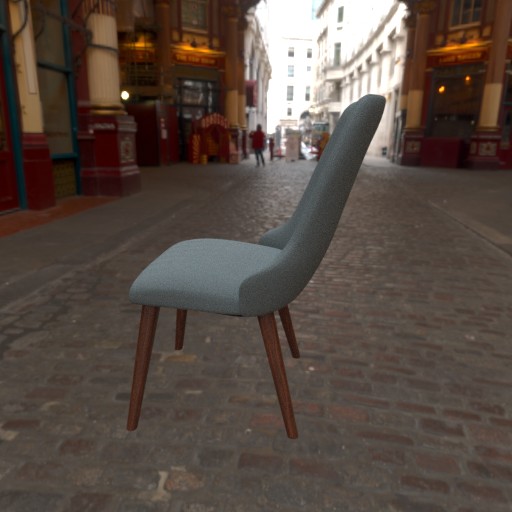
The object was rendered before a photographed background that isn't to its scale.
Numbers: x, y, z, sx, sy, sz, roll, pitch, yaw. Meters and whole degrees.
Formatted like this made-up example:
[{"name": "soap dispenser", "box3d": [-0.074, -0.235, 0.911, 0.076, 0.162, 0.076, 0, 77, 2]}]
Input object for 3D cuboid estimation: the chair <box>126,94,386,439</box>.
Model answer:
[{"name": "chair", "box3d": [0.000, 0.000, 1.365, 0.707, 0.918, 0.535, 2, 16, 7]}]
